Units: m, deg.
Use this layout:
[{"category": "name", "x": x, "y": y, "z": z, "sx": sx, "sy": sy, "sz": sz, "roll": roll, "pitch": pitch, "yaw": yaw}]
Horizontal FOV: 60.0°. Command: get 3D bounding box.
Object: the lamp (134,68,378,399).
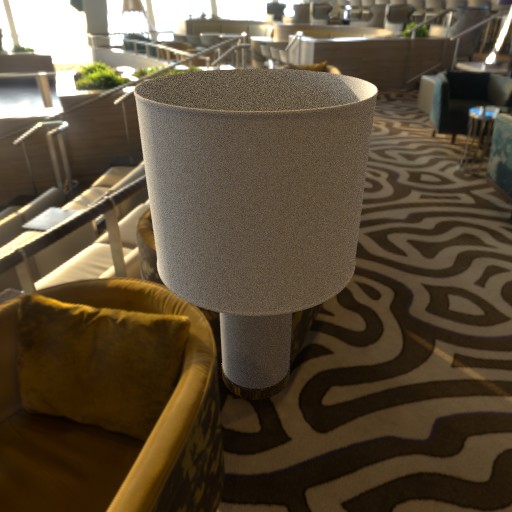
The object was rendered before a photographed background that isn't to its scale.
[{"category": "lamp", "x": 0.000, "y": 0.000, "z": 0.522, "sx": 0.229, "sy": 0.380, "sz": 0.229, "roll": 0, "pitch": 30, "yaw": 0}]
